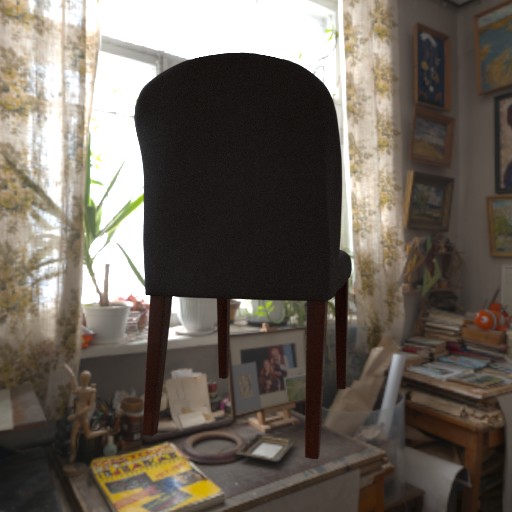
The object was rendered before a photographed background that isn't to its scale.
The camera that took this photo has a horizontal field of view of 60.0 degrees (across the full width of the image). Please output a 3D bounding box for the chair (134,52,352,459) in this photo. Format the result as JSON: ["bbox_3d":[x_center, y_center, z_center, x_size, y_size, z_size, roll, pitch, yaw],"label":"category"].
[{"bbox_3d":[0.000,0.000,1.253,0.506,0.879,0.619,0,0,17],"label":"chair"}]
